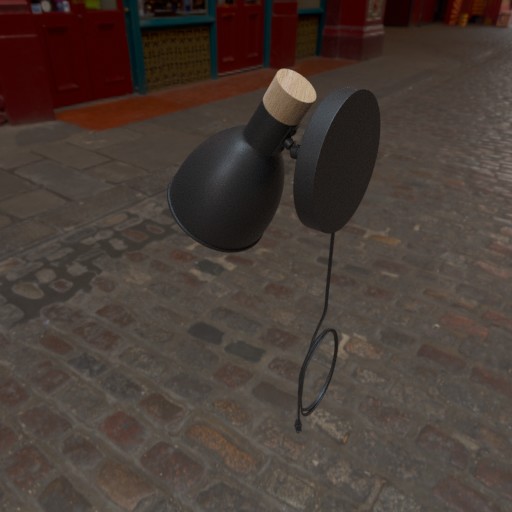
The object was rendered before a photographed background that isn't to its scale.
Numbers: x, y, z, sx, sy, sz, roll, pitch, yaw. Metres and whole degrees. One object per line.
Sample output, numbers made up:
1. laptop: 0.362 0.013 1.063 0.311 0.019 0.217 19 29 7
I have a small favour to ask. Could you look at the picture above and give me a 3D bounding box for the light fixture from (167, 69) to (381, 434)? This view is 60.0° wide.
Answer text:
1. light fixture: 0.000 0.000 0.504 0.203 0.401 0.127 21 37 30
